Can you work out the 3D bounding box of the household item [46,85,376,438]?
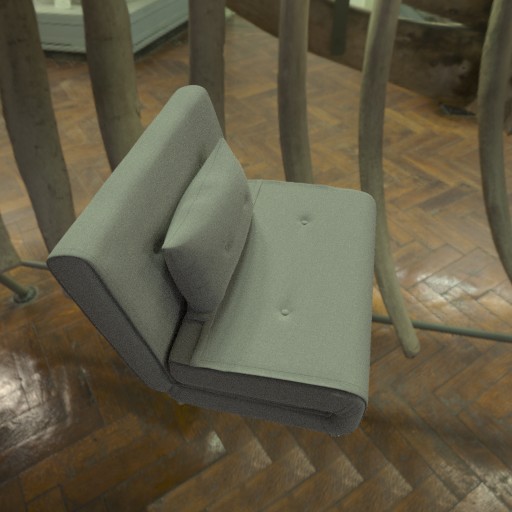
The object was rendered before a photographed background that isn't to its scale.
[{"bbox_3d":[0.000,0.000,1.625,0.874,0.800,1.000,9,46,9],"label":"household item"}]
